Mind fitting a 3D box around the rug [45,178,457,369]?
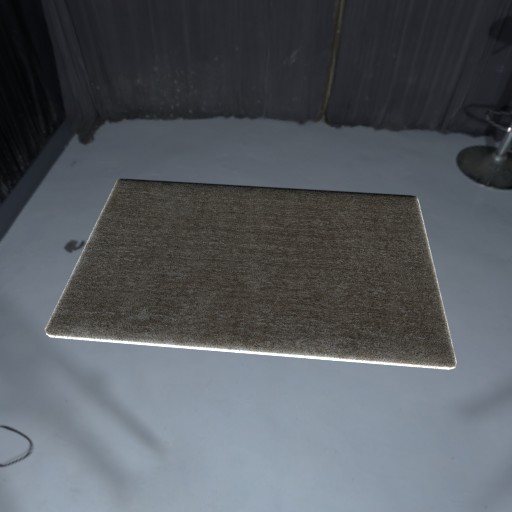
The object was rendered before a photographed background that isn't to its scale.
[{"bbox_3d":[0.000,0.000,3.129,2.469,0.024,1.539,4,48,4],"label":"rug"}]
